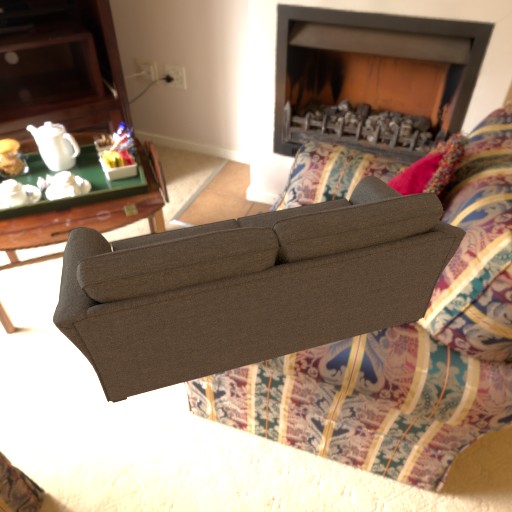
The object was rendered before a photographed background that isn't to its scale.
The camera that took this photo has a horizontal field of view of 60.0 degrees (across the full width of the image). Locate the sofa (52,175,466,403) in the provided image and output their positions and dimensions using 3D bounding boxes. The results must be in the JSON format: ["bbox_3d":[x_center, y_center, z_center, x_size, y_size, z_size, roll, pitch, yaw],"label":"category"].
[{"bbox_3d":[0.000,0.000,2.793,2.270,0.950,0.971,-12,43,-13],"label":"sofa"}]
